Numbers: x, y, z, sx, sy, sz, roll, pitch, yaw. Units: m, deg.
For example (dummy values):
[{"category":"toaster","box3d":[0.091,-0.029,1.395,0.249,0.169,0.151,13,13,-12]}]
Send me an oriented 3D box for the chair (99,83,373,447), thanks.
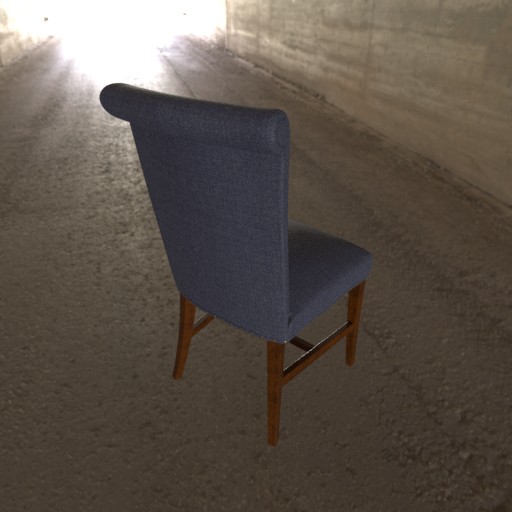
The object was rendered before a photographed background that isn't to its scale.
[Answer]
[{"category":"chair","box3d":[0.000,0.000,1.324,0.513,0.988,0.608,22,37,33]}]
